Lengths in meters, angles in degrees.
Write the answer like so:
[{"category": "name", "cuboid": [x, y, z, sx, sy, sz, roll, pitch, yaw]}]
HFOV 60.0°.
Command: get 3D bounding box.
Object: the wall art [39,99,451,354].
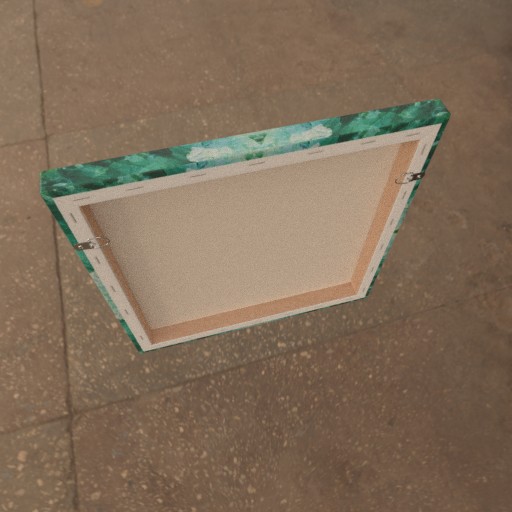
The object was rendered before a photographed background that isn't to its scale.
[{"category": "wall art", "cuboid": [0.000, 0.000, 0.747, 0.507, 0.508, 0.038, -13, 58, -8]}]
